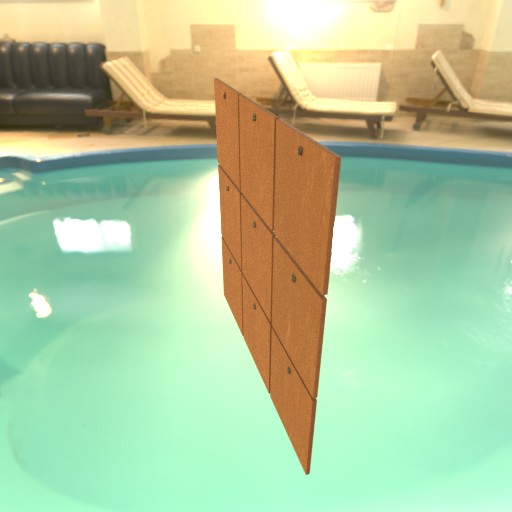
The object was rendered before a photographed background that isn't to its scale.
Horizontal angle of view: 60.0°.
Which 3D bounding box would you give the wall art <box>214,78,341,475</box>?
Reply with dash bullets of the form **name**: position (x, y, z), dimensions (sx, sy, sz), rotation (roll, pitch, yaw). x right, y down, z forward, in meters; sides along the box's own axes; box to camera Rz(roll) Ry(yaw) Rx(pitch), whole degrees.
- **wall art**: position (0.000, 0.000, 1.385), dimensions (0.018, 0.913, 0.915), rotation (-9, 32, -16)
